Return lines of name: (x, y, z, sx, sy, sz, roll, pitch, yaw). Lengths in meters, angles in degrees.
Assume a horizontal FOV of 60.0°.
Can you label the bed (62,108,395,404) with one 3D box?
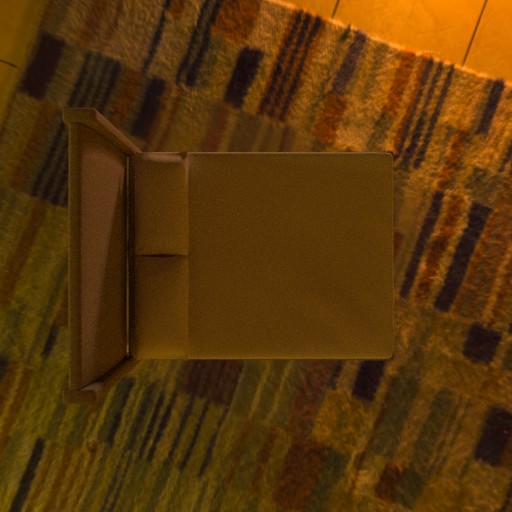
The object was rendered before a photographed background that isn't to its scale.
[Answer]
bed: (0.000, 0.000, 3.285, 2.245, 1.481, 1.714, 0, 90, 0)
